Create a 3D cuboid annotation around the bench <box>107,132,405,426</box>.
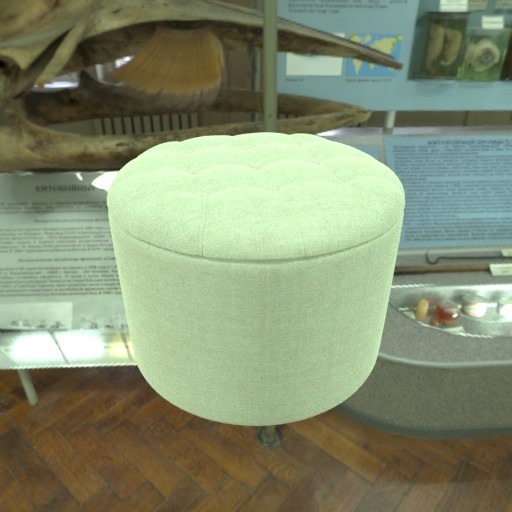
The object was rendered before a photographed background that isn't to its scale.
[{"bbox_3d":[0.000,0.000,1.006,0.600,0.453,0.600,0,30,0],"label":"bench"}]
